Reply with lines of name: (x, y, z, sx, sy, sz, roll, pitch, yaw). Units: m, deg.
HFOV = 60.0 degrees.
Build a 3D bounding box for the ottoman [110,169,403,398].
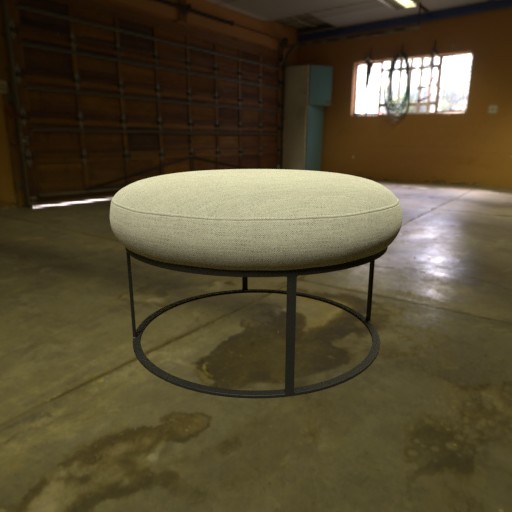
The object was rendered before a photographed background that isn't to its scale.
ottoman: (0.000, 0.000, 1.254, 0.769, 0.459, 0.769, 0, 15, 0)
